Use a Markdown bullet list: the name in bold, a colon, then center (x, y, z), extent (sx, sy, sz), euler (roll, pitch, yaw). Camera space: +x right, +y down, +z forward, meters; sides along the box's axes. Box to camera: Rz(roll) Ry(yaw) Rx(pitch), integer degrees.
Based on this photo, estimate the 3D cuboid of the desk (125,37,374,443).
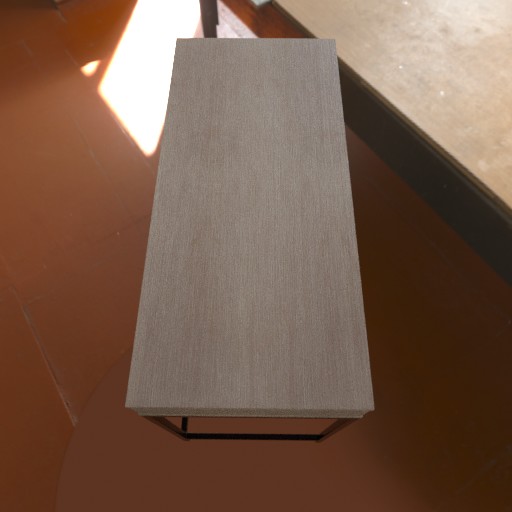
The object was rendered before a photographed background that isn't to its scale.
- **desk**: center (0.000, 0.000, 1.381), extent (0.470, 0.762, 1.016), euler (1, 63, 0)
